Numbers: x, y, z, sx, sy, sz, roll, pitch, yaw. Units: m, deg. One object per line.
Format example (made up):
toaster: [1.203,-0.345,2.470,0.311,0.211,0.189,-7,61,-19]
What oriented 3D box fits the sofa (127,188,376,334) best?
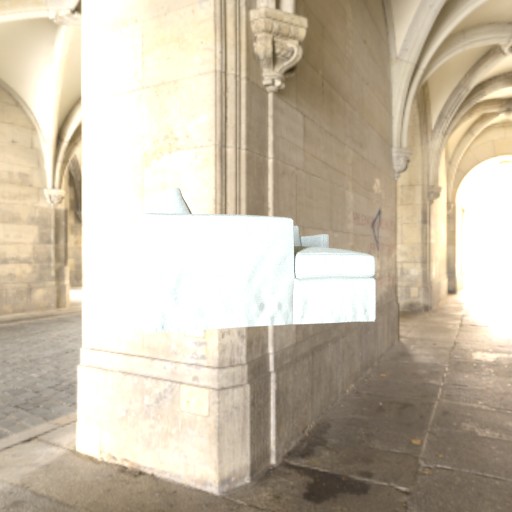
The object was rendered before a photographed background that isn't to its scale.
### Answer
sofa: [0.000,0.000,4.485,2.440,0.869,3.434,0,0,-18]
